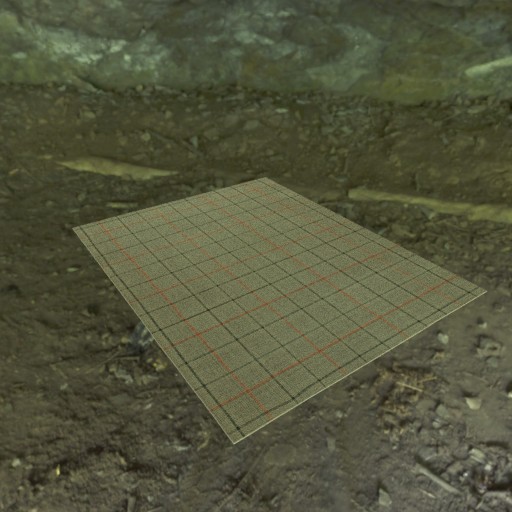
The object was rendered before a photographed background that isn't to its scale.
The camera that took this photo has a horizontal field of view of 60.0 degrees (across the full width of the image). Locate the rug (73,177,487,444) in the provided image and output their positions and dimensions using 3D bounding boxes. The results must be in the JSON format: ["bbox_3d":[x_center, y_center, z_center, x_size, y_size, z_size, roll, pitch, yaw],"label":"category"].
[{"bbox_3d":[0.000,0.000,4.057,2.444,0.012,3.048,-20,37,-29],"label":"rug"}]
